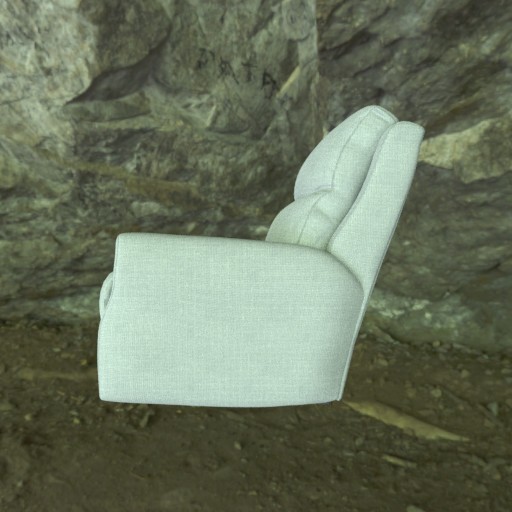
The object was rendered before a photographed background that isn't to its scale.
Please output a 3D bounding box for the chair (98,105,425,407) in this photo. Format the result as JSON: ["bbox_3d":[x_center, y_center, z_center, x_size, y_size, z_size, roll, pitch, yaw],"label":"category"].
[{"bbox_3d":[0.000,0.000,1.753,1.080,1.030,0.829,0,0,1],"label":"chair"}]
